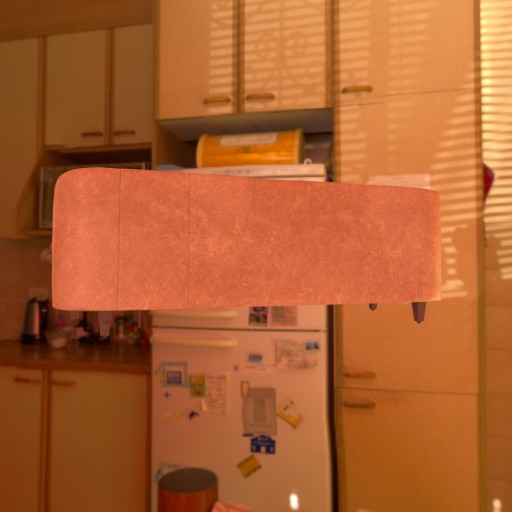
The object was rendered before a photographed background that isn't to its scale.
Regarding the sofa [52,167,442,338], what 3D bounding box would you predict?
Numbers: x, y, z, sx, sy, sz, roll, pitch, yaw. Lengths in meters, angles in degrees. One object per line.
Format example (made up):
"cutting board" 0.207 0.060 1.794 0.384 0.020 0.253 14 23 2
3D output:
"sofa" 0.000 0.000 2.670 2.257 0.791 0.922 0 -2 -18
